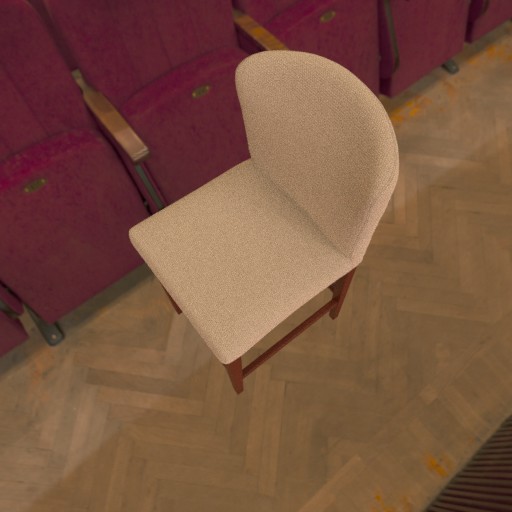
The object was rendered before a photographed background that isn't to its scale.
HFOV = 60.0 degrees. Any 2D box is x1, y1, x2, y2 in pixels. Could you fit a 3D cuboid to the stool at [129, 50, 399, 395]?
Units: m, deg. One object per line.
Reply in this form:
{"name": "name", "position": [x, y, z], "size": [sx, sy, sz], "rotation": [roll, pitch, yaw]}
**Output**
{"name": "stool", "position": [0.000, 0.000, 1.358], "size": [0.568, 1.069, 0.481], "rotation": [-35, 69, -16]}
